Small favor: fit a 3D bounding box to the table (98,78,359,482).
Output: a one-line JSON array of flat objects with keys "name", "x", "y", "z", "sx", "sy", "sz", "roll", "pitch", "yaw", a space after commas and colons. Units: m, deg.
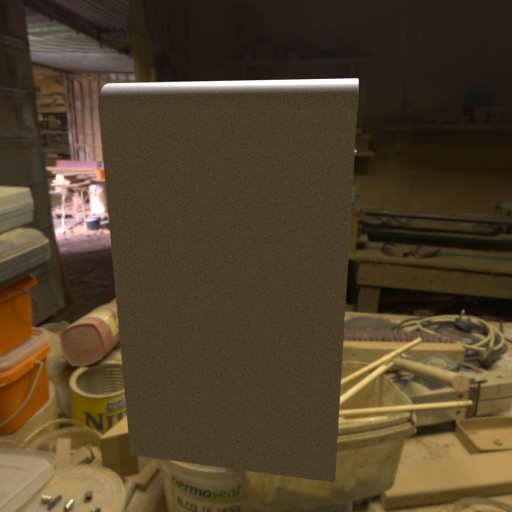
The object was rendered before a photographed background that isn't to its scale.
[{"name": "table", "x": 0.000, "y": 0.000, "z": 0.849, "sx": 0.350, "sy": 0.590, "sz": 0.450, "roll": 3, "pitch": 16, "yaw": 10}]
